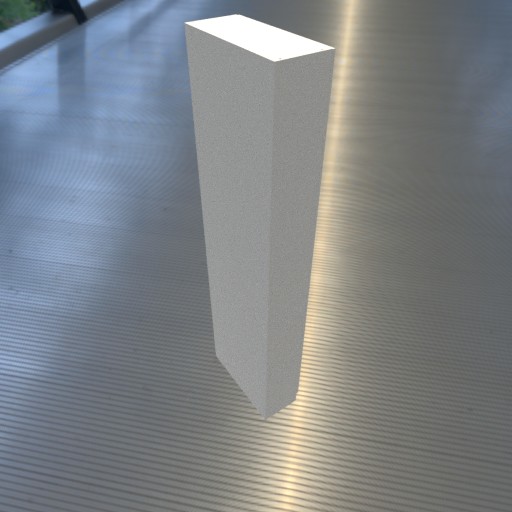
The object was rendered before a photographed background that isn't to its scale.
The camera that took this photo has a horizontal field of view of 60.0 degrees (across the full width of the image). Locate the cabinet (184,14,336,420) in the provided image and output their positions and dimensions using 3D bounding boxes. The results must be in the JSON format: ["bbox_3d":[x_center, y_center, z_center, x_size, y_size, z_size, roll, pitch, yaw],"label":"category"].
[{"bbox_3d":[0.000,0.000,1.941,0.230,1.790,0.500,-24,46,-26],"label":"cabinet"}]
